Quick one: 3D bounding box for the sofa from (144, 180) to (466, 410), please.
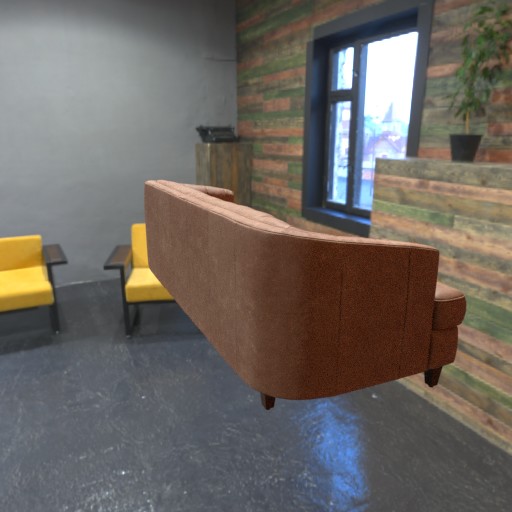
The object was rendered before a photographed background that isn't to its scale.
[{"bbox_3d":[0.000,0.000,2.641,0.922,0.791,2.257,-7,17,-24],"label":"sofa"}]
